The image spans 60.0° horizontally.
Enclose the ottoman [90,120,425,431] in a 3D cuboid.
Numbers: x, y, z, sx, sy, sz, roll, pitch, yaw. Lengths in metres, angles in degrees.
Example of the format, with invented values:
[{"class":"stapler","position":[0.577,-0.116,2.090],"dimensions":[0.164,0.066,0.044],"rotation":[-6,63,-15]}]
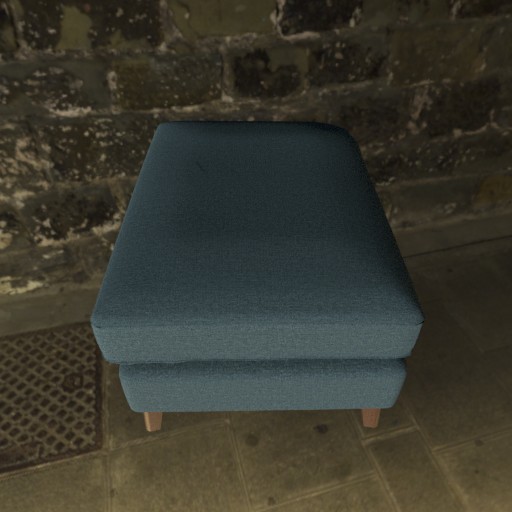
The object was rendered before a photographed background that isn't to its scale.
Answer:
[{"class":"ottoman","position":[0.000,0.000,1.240],"dimensions":[0.629,0.503,0.835],"rotation":[-1,42,-1]}]
